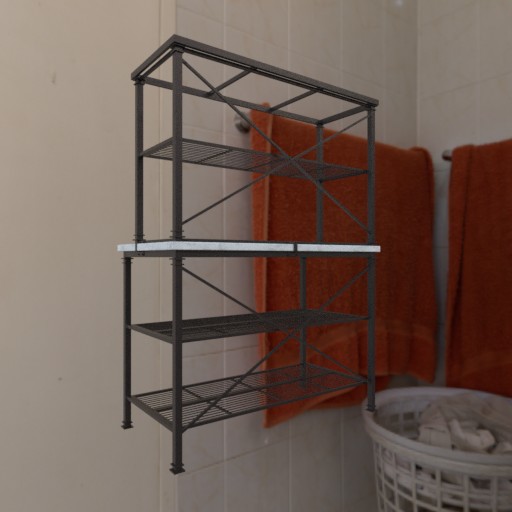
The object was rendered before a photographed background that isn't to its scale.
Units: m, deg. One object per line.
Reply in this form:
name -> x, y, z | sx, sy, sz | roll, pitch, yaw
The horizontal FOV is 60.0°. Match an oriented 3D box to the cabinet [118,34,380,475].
cabinet -> 0.000, 0.000, 2.244 | 1.210, 1.659, 0.610 | 0, 0, -36
